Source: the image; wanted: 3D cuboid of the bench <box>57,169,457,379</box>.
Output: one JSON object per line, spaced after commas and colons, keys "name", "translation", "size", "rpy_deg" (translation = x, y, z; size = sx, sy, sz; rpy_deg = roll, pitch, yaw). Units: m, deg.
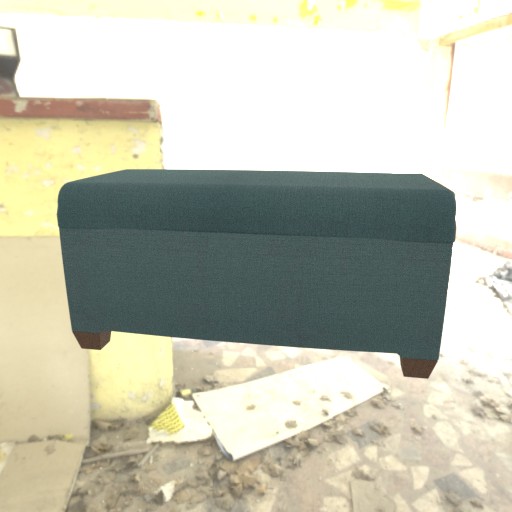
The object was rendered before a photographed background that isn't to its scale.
{"name": "bench", "translation": [0.000, 0.000, 1.300], "size": [0.995, 0.474, 0.476], "rpy_deg": [3, 16, 9]}
